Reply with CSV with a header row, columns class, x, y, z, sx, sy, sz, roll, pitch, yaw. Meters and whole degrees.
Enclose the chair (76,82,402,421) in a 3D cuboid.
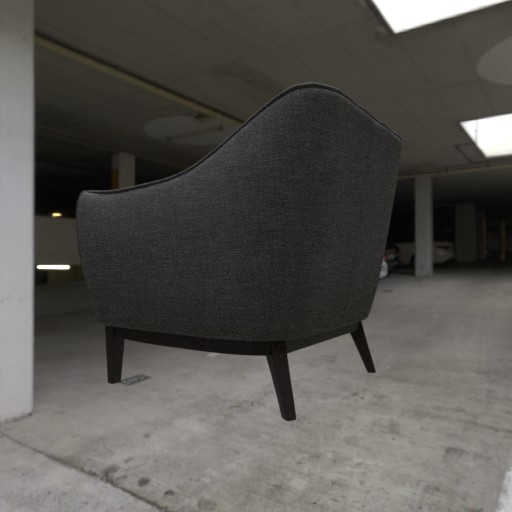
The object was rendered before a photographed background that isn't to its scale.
class,x,y,z,sx,sy,sz,roll,pitch,yaw
chair,0.000,0.000,1.525,0.851,0.829,0.870,-1,-1,35
